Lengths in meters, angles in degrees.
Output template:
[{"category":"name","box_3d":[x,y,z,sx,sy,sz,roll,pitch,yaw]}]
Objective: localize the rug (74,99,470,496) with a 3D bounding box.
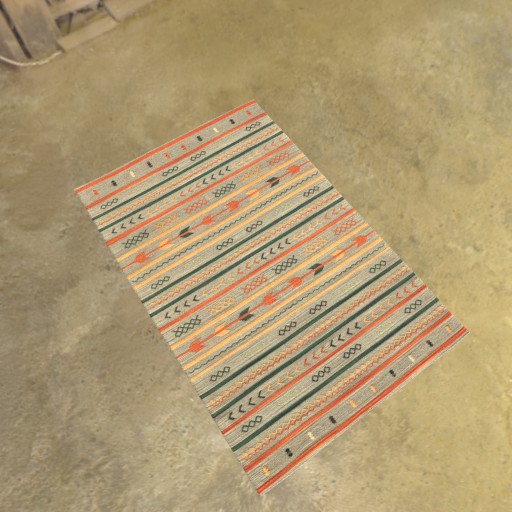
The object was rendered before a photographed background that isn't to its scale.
[{"category":"rug","box_3d":[0.000,0.000,2.294,1.220,0.017,1.835,-32,68,-15]}]
